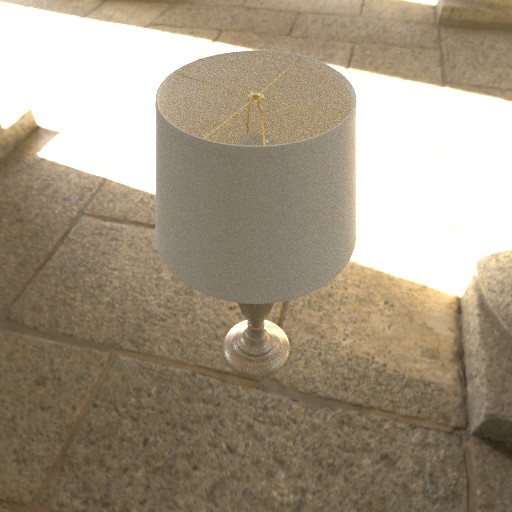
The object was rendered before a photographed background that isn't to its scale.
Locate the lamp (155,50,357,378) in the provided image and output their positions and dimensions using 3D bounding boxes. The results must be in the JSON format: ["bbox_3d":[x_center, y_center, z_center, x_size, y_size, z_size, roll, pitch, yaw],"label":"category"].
[{"bbox_3d":[0.000,0.000,0.786,0.328,0.612,0.328,0,47,0],"label":"lamp"}]
